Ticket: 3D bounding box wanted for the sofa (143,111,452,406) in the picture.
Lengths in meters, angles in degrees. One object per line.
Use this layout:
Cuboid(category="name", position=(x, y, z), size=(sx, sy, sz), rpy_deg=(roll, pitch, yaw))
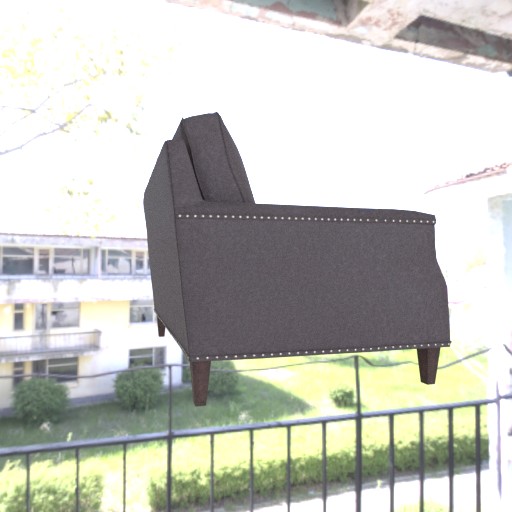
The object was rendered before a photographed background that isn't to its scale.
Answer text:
Cuboid(category="sofa", position=(0.000, 0.000, 2.265), size=(1.084, 1.003, 1.597), rpy_deg=(0, -1, -17))
